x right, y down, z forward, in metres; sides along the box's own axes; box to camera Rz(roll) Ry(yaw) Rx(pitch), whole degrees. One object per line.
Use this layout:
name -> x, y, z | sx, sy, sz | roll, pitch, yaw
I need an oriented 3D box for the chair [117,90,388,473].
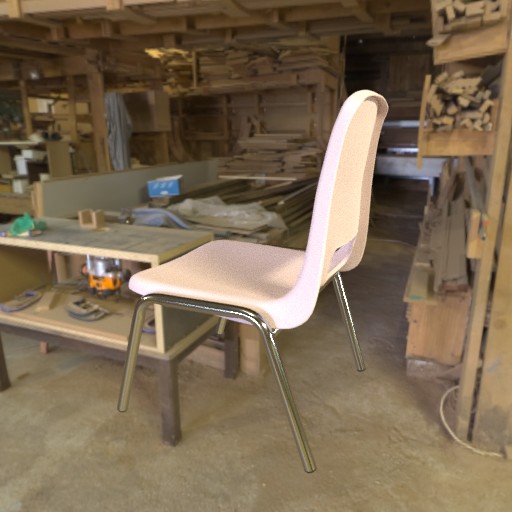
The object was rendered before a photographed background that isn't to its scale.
chair -> 0.000, 0.000, 0.783 | 0.385, 0.537, 0.354 | 8, 18, 25
